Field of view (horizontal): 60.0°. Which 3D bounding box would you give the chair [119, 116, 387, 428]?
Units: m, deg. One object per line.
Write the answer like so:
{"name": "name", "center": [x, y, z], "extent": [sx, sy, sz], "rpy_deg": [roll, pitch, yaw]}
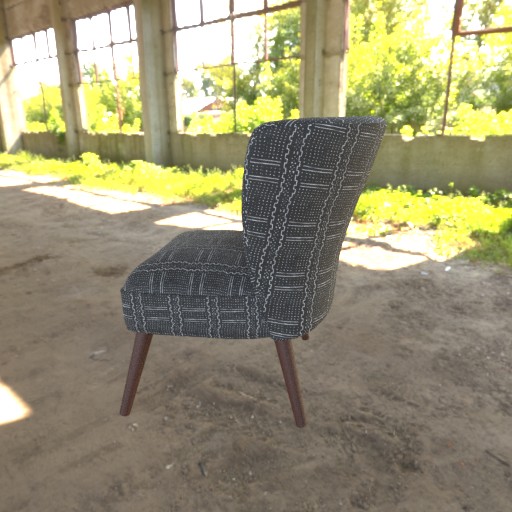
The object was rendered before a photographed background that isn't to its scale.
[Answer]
{"name": "chair", "center": [0.000, 0.000, 1.441], "extent": [0.758, 0.866, 0.710], "rpy_deg": [2, 17, 7]}
